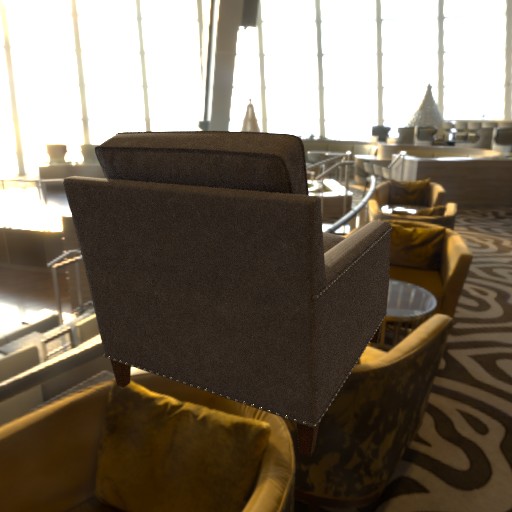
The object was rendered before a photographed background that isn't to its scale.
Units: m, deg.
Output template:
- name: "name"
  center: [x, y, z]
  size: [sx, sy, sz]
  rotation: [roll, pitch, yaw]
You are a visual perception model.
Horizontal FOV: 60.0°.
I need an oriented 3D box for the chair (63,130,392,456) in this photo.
- name: "chair"
  center: [0.000, 0.000, 1.717]
  size: [0.853, 0.948, 1.014]
  rotation: [9, 19, 27]
